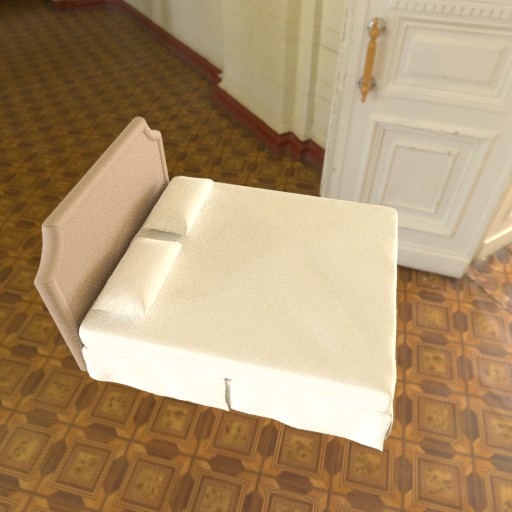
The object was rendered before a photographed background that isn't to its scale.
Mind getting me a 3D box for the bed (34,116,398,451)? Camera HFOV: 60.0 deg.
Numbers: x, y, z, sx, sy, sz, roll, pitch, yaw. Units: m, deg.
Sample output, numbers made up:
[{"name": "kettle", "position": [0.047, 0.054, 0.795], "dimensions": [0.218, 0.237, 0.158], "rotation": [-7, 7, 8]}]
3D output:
[{"name": "bed", "position": [0.000, 0.000, 4.041], "dimensions": [2.773, 1.590, 2.350], "rotation": [10, 46, 9]}]
